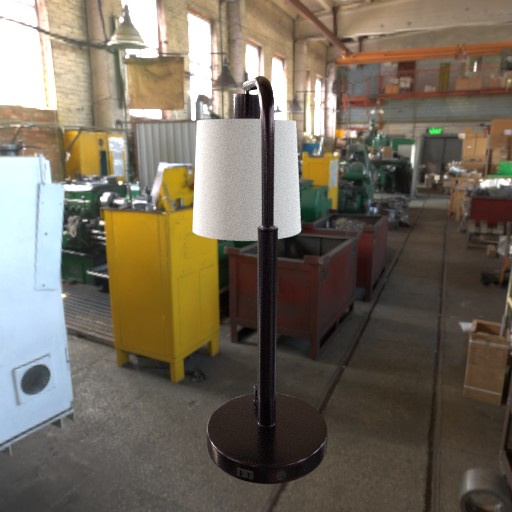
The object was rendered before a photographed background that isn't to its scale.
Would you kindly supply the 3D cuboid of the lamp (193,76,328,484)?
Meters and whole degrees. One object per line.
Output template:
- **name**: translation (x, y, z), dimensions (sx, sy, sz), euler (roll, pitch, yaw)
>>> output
- **lamp**: translation (0.000, 0.000, 0.635), dimensions (0.171, 0.489, 0.333), euler (-2, 14, -10)
